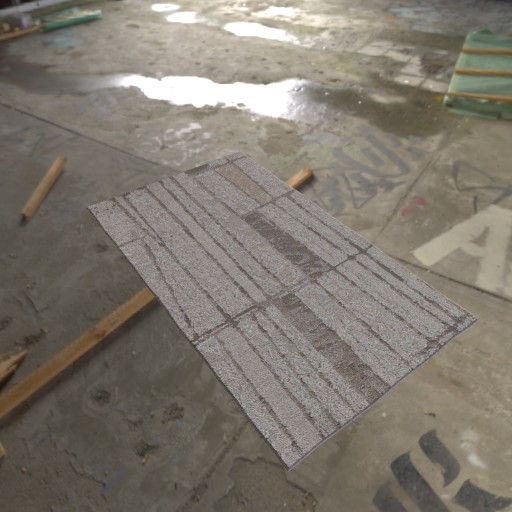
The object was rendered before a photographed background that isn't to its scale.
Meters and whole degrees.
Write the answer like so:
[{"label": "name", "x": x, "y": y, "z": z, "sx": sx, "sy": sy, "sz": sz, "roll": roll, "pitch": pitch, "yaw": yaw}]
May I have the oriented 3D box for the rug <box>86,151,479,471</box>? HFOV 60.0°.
[{"label": "rug", "x": 0.000, "y": 0.000, "z": 1.064, "sx": 0.515, "sy": 0.007, "sz": 0.867, "roll": -27, "pitch": 49, "yaw": -26}]
